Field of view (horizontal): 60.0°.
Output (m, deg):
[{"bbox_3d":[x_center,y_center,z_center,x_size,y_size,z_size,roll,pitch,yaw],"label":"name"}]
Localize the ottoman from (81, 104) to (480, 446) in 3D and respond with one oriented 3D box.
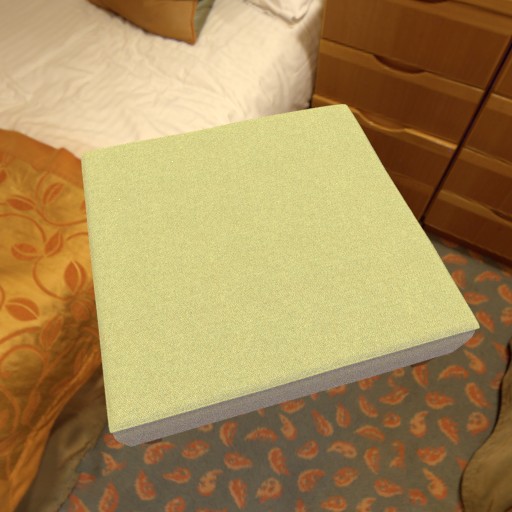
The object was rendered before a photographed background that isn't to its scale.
[{"bbox_3d":[0.000,0.000,1.496,1.004,0.379,0.968,-13,58,-9],"label":"ottoman"}]
